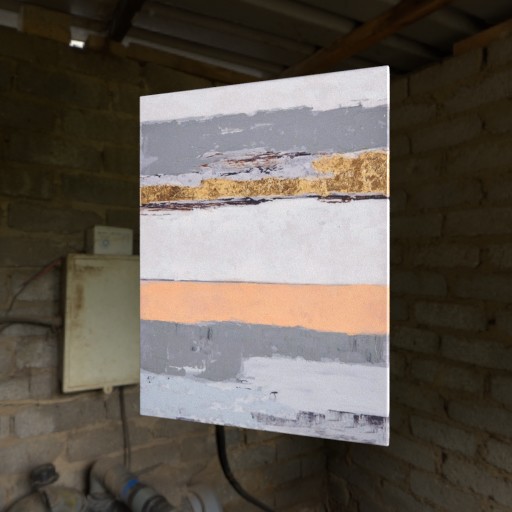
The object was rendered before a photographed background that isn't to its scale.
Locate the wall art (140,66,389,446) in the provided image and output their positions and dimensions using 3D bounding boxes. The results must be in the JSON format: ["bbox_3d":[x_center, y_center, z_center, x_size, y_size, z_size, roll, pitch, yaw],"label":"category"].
[{"bbox_3d":[0.000,0.000,0.794,0.456,0.609,0.038,0,0,18],"label":"wall art"}]
